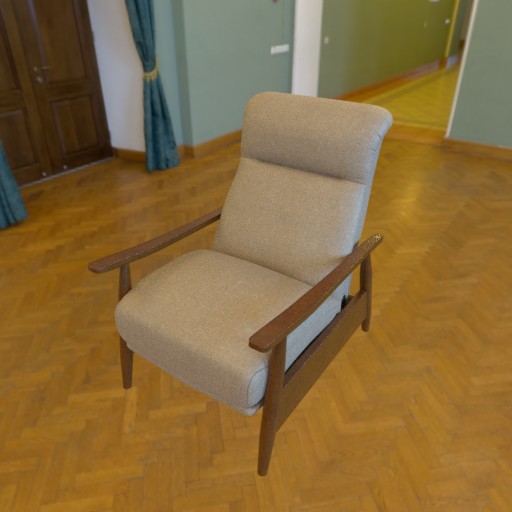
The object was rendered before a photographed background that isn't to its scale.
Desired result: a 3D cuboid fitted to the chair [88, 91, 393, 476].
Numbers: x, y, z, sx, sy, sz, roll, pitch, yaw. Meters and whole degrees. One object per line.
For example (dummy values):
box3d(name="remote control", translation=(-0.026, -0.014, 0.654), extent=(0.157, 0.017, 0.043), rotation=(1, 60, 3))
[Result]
box3d(name="chair", translation=(0.000, 0.000, 1.797), extent=(0.762, 1.082, 1.030), rotation=(19, 36, 29))
